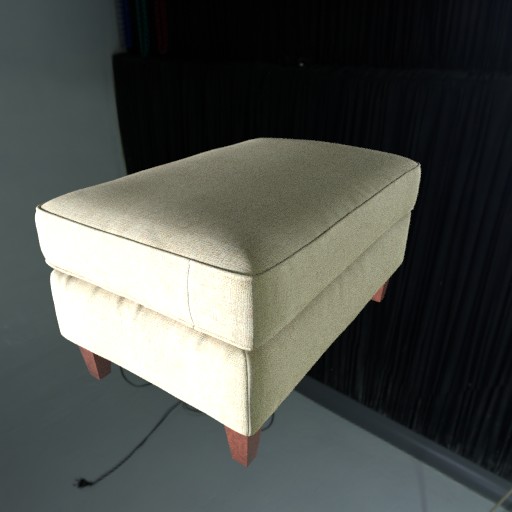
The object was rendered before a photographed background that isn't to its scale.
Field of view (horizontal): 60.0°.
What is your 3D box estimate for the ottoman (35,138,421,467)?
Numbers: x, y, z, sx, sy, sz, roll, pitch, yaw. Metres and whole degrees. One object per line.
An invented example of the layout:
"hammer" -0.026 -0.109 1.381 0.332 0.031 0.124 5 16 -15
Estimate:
"ottoman" 0.000 0.000 1.169 0.583 0.484 0.862 17 31 30
